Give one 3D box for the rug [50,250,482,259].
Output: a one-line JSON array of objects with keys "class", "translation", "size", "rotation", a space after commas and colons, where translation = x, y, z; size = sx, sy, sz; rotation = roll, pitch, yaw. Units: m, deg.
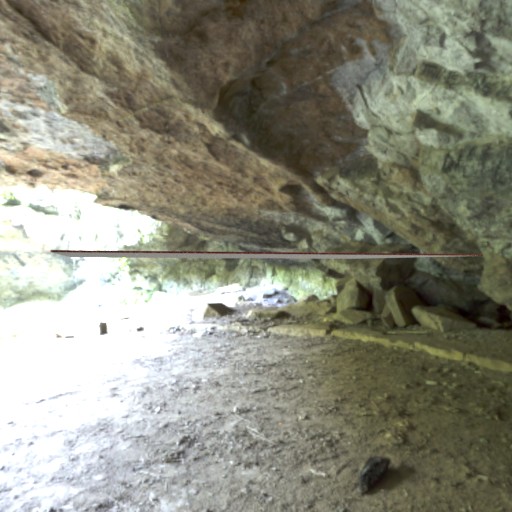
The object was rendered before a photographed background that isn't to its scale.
[{"class": "rug", "translation": [0.000, 0.000, 3.049], "size": [2.442, 0.010, 1.531], "rotation": [0, -1, -20]}]
